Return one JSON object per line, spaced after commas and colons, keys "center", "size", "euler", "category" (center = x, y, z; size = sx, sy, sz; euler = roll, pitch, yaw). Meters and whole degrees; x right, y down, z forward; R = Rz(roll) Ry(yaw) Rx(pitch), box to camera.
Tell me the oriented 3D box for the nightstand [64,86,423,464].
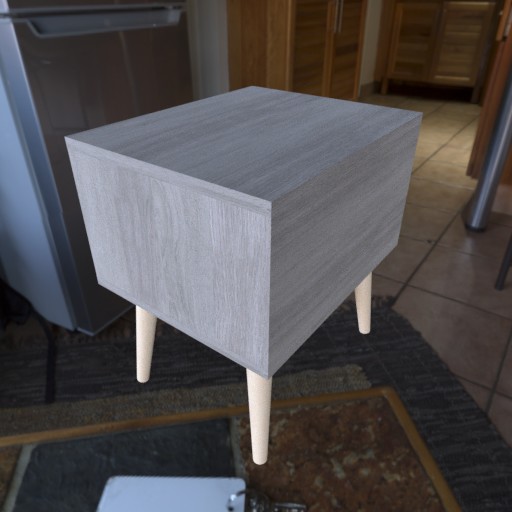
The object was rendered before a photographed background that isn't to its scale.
{"center": [0.000, 0.000, 0.839], "size": [0.380, 0.500, 0.450], "euler": [22, 38, 31], "category": "nightstand"}
